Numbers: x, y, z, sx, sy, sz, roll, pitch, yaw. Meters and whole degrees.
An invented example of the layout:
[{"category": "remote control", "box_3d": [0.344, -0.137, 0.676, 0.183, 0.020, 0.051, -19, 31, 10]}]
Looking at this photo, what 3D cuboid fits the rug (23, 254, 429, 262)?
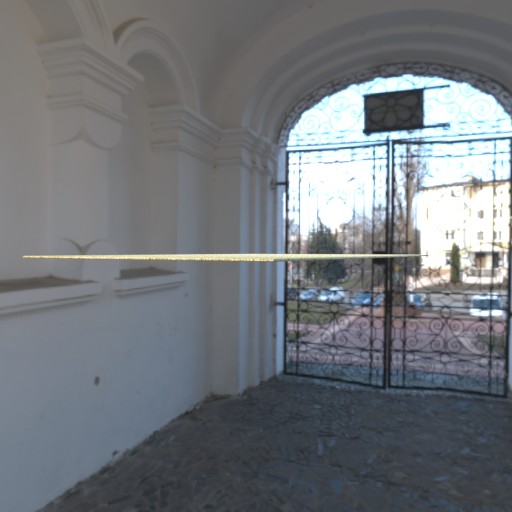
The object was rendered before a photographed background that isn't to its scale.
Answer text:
[{"category": "rug", "box_3d": [0.000, 0.000, 4.245, 2.425, 0.016, 3.198, 0, 1, 35]}]
